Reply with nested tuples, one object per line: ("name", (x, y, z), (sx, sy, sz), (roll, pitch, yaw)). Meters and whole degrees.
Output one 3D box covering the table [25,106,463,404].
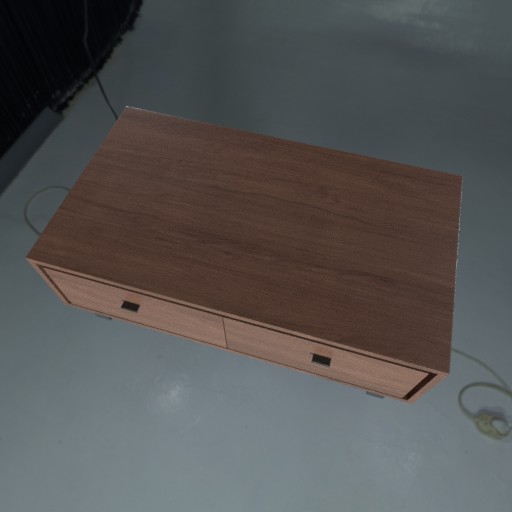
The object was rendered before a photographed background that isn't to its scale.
("table", (0.000, 0.000, 1.317), (1.020, 0.380, 0.600), (14, 59, 9))
